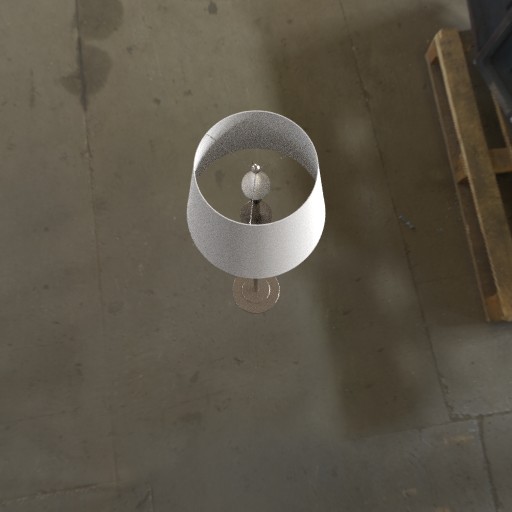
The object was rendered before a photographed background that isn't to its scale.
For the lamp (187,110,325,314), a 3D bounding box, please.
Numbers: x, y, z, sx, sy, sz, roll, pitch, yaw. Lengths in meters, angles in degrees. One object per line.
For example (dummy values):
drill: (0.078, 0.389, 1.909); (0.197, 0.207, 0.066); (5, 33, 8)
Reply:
lamp: (0.000, 0.000, 1.603); (0.355, 1.473, 0.355); (0, 76, 0)
